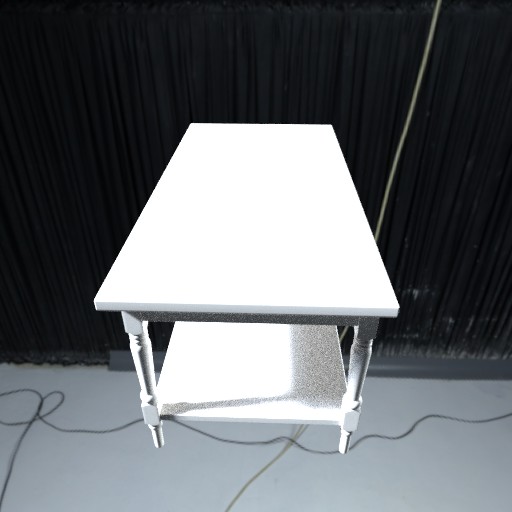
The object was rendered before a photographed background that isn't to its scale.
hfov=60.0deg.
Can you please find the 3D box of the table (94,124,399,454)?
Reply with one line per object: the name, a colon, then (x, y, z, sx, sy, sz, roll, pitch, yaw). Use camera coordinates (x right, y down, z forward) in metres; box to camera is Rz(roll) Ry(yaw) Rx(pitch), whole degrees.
table: (0.000, 0.000, 1.396, 0.550, 0.510, 1.107, 1, 33, 2)
